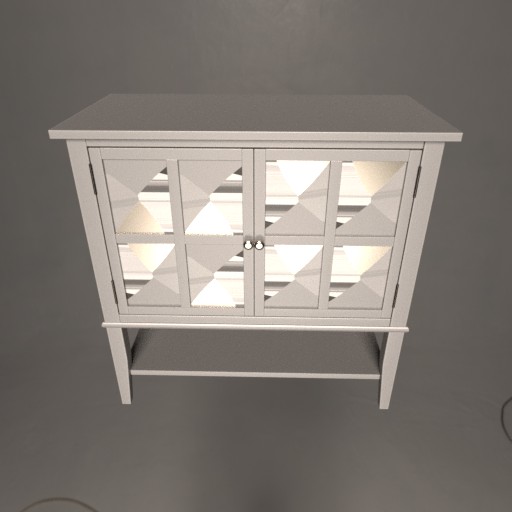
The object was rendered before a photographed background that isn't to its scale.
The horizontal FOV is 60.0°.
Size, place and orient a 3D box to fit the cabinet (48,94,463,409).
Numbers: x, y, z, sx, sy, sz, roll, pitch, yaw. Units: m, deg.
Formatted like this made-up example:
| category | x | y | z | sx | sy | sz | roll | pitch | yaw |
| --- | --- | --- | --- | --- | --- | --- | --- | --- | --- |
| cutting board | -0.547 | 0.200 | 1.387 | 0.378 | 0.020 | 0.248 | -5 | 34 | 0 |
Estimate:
| category | x | y | z | sx | sy | sz | roll | pitch | yaw |
| --- | --- | --- | --- | --- | --- | --- | --- | --- | --- |
| cabinet | 0.000 | 0.000 | 1.219 | 0.801 | 0.780 | 0.396 | 1 | 30 | 1 |
